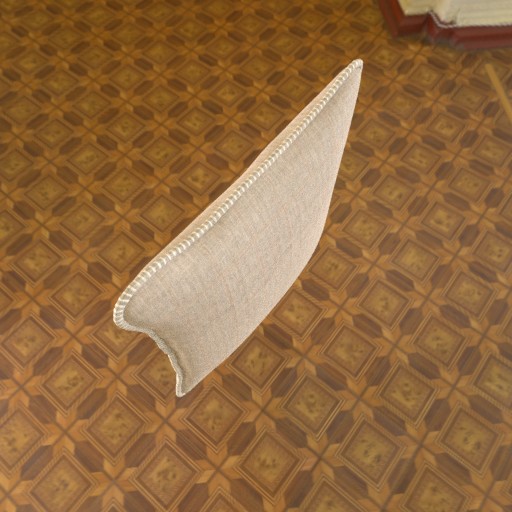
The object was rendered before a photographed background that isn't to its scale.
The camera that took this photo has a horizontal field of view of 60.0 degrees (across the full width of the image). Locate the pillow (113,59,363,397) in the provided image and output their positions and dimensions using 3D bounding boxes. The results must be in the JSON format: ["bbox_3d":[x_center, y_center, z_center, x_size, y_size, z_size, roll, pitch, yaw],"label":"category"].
[{"bbox_3d":[0.000,0.000,0.744,0.124,0.494,0.485,35,68,16],"label":"pillow"}]
